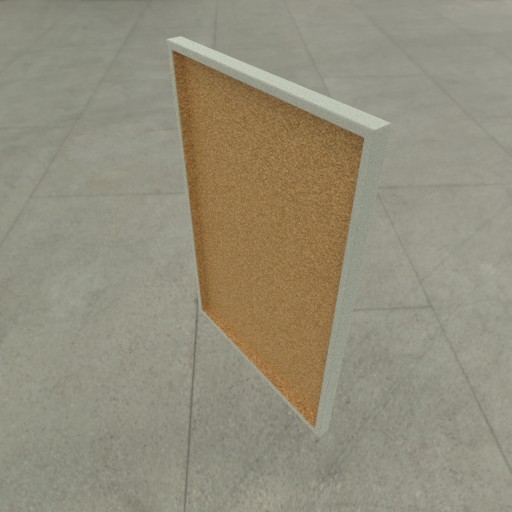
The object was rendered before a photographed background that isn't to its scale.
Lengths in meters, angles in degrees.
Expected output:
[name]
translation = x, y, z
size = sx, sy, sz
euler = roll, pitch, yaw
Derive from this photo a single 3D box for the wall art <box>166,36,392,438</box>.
[wall art]
translation = 0.000, 0.000, 1.137
size = 0.038, 0.914, 0.610
euler = -27, 48, -28
